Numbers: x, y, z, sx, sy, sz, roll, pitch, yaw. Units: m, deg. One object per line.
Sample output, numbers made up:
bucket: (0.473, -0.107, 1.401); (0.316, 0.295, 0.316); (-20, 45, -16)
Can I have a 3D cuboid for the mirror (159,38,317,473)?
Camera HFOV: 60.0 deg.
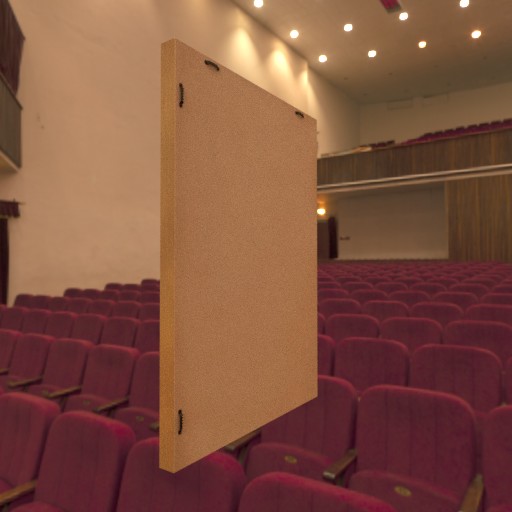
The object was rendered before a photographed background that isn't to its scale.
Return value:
mirror: (0.000, 0.000, 0.939); (0.039, 0.710, 0.507); (-1, -1, 35)
